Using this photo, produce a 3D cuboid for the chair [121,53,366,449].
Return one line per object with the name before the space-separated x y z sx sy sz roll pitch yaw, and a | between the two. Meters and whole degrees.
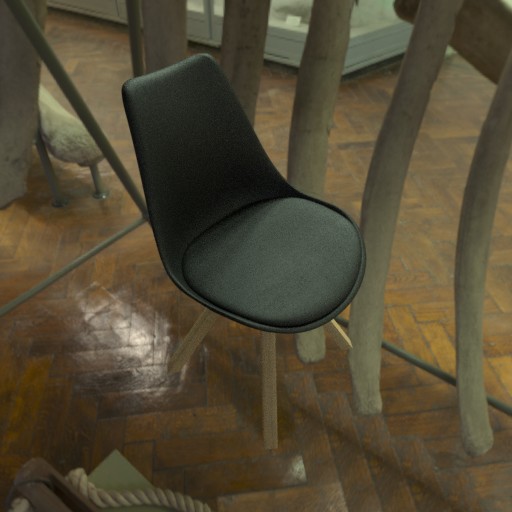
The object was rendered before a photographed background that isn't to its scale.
chair | 0.000 0.000 1.148 0.549 0.850 0.485 28 49 27
